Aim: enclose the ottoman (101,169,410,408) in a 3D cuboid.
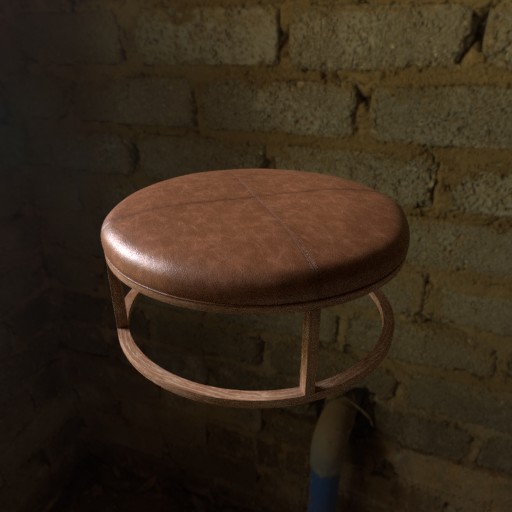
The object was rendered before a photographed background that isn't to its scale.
[{"bbox_3d":[0.000,0.000,1.566,1.006,0.445,1.006,0,26,0],"label":"ottoman"}]
